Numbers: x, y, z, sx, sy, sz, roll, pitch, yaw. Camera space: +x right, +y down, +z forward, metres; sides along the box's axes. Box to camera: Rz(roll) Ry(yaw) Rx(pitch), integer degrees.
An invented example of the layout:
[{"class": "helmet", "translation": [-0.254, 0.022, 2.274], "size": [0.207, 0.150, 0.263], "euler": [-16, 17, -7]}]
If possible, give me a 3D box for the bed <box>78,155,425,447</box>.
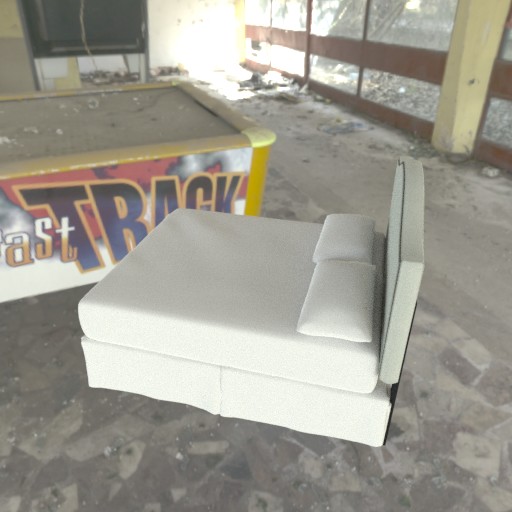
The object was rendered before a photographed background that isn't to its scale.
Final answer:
[{"class": "bed", "translation": [0.000, 0.000, 3.389], "size": [2.180, 1.607, 1.813], "euler": [8, 31, 13]}]
